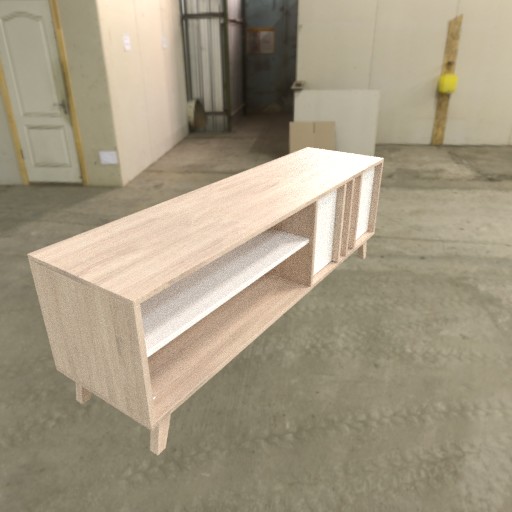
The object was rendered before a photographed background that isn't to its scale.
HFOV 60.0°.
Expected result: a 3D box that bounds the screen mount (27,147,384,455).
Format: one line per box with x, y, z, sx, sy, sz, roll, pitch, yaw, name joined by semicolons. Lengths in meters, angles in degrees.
0.000;0.000;1.708;0.400;0.510;1.500;17;31;31;screen mount
